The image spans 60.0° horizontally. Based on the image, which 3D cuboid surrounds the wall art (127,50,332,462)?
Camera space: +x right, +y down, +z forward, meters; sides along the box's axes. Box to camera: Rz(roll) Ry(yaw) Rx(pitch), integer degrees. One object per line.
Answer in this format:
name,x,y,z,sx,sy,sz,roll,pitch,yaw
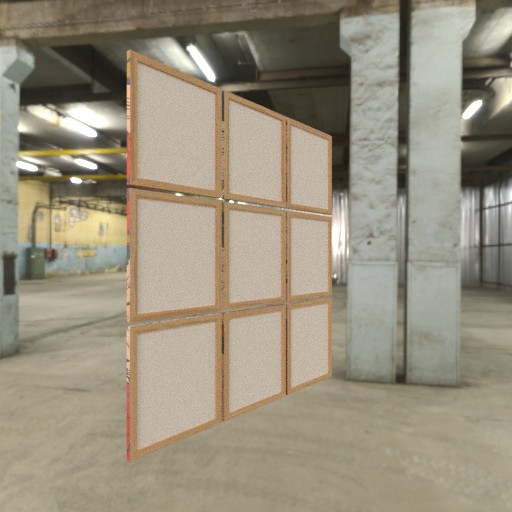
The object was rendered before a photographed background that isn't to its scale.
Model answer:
wall art,0.000,0.000,1.337,0.013,0.913,0.904,0,0,39
